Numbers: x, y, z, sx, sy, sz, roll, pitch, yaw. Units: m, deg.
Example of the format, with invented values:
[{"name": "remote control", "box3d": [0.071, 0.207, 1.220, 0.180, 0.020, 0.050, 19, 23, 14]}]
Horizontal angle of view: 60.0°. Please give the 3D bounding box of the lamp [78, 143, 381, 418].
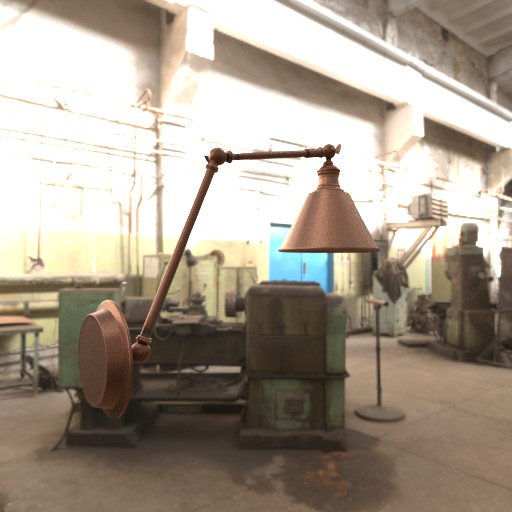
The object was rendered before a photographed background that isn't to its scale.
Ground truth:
[{"name": "lamp", "box3d": [0.000, 0.000, 0.862, 0.624, 0.502, 0.223, 1, -2, -37]}]
